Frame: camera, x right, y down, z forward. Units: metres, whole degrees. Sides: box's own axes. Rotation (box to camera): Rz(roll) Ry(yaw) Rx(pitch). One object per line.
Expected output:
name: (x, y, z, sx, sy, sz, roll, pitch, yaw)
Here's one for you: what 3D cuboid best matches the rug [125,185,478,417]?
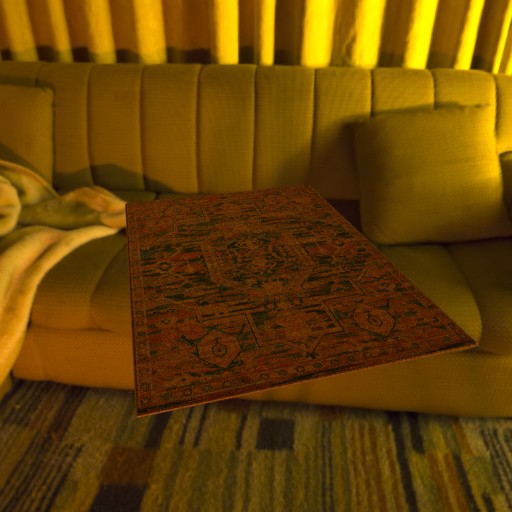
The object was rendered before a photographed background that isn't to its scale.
rug: (0.000, 0.000, 2.844, 1.588, 0.024, 2.204, -8, 31, -13)
